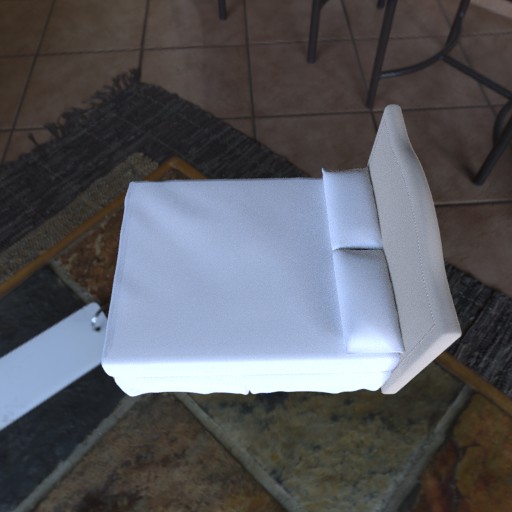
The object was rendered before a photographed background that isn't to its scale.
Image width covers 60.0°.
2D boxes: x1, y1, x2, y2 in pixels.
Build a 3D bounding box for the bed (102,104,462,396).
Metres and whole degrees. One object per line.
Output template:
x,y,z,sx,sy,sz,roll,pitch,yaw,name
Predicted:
0.000,0.000,3.136,2.052,1.398,1.678,-1,60,-1,bed
